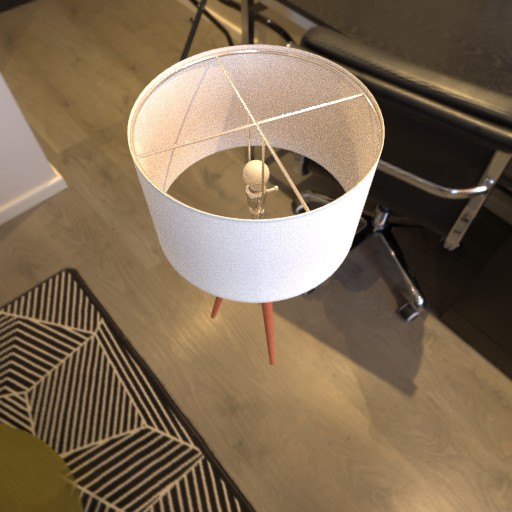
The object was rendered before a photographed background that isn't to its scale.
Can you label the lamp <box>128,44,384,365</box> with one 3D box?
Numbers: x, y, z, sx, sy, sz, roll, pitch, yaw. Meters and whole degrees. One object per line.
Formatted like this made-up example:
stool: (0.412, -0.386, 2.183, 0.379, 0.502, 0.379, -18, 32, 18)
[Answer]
lamp: (0.000, 0.000, 0.916, 0.354, 0.709, 0.355, 16, 59, 10)
